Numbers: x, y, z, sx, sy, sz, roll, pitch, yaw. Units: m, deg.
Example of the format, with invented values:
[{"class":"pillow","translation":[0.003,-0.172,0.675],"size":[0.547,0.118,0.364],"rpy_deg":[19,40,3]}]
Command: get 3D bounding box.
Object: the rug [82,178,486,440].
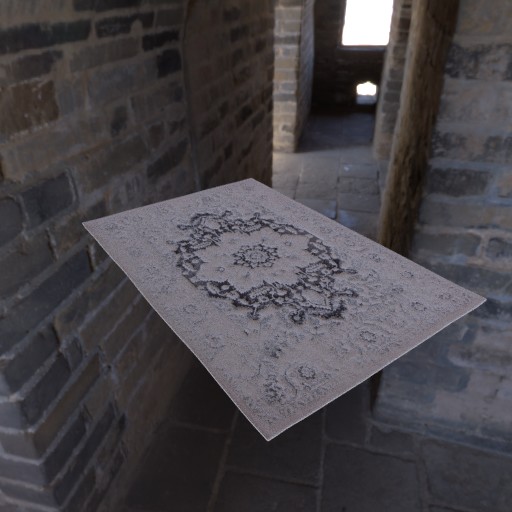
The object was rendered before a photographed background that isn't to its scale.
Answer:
[{"class":"rug","translation":[0.000,0.000,2.286],"size":[1.223,0.008,1.813],"rpy_deg":[-21,37,-30]}]
